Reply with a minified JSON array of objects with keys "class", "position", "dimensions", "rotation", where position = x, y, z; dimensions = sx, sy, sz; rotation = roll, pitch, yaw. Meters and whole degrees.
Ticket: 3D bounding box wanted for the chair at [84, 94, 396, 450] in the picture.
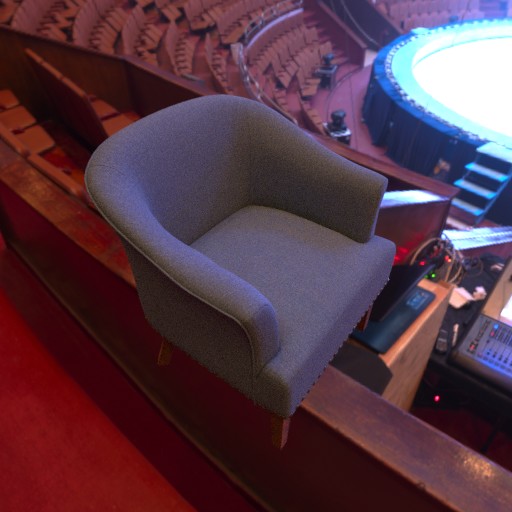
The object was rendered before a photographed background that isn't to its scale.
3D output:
[{"class":"chair","position":[0.000,0.000,1.435],"dimensions":[0.704,0.815,0.798],"rotation":[24,45,27]}]
